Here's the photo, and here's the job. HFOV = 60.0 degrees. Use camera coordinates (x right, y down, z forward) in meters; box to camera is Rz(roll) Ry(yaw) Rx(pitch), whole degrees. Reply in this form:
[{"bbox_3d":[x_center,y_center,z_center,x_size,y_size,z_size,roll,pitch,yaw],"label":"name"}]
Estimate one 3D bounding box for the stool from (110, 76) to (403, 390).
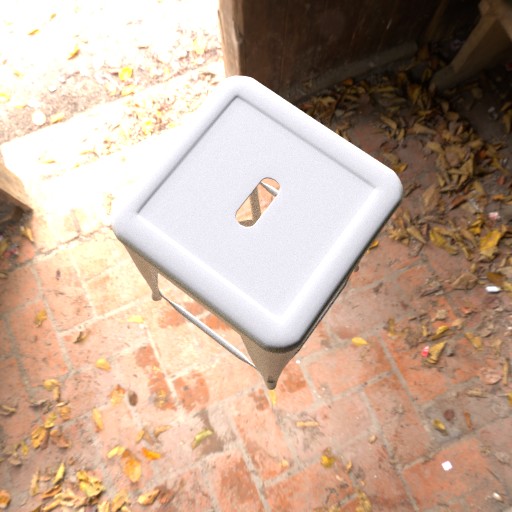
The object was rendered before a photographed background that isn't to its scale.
[{"bbox_3d":[0.000,0.000,0.894,0.406,0.610,0.406,36,79,8],"label":"stool"}]
